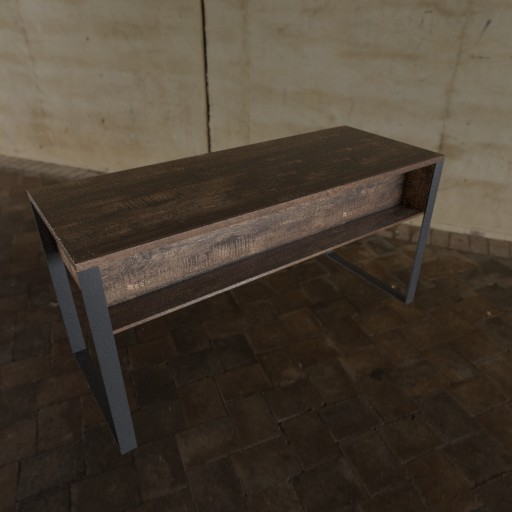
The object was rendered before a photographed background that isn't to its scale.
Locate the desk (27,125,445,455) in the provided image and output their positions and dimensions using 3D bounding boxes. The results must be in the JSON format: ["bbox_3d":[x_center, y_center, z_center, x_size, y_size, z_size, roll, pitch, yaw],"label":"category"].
[{"bbox_3d":[0.000,0.000,1.896,1.524,0.762,0.599,-20,36,-29],"label":"desk"}]
